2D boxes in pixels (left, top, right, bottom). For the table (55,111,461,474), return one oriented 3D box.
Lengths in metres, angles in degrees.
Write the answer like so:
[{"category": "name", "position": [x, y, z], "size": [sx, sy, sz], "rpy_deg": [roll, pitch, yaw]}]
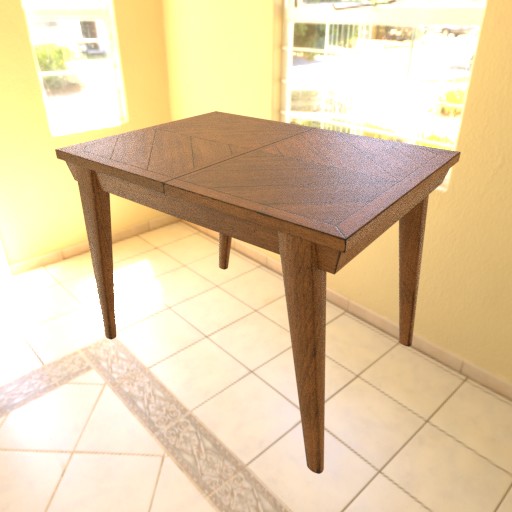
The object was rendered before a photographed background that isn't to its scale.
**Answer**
[{"category": "table", "position": [0.000, 0.000, 1.578], "size": [1.027, 0.760, 0.757], "rpy_deg": [21, 35, 32]}]
